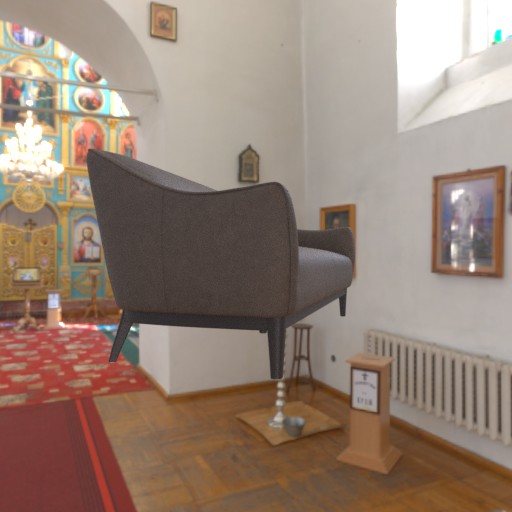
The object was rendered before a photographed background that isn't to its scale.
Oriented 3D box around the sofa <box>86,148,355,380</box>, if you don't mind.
[{"bbox_3d":[0.000,0.000,2.381,0.869,0.831,1.928,0,-1,18],"label":"sofa"}]
